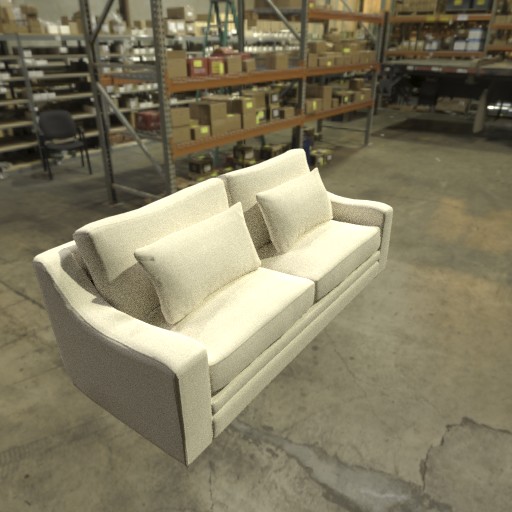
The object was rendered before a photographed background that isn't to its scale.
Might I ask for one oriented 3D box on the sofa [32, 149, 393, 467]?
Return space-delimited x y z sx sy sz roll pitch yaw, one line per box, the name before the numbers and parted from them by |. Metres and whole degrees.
sofa | 0.000 0.000 2.981 1.009 1.022 2.470 18 31 32
